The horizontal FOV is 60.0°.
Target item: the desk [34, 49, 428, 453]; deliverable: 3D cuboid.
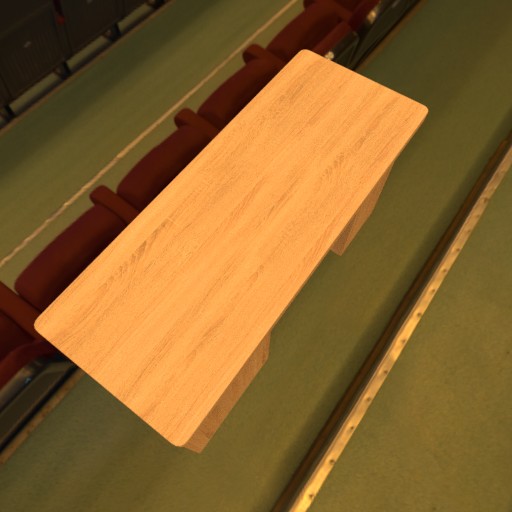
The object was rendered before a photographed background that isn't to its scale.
[{"bbox_3d":[0.000,0.000,1.761,0.550,0.760,1.400,33,68,15],"label":"desk"}]
